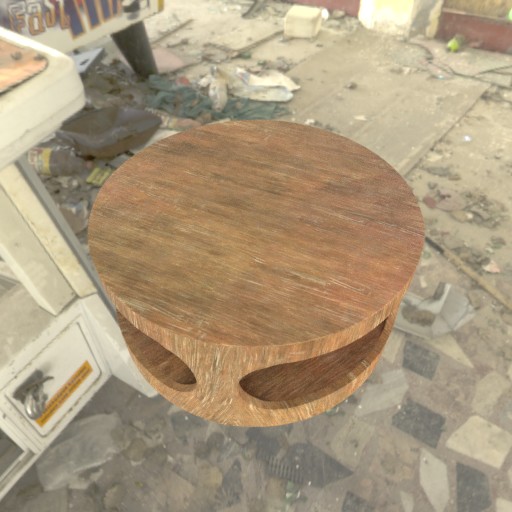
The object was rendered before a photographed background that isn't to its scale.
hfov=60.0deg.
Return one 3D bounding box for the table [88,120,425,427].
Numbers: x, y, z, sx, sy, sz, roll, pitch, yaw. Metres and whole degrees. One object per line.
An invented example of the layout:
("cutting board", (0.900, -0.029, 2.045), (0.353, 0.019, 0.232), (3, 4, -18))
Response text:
("table", (0.000, 0.000, 1.488), (0.974, 0.450, 0.974), (0, 47, 0))
